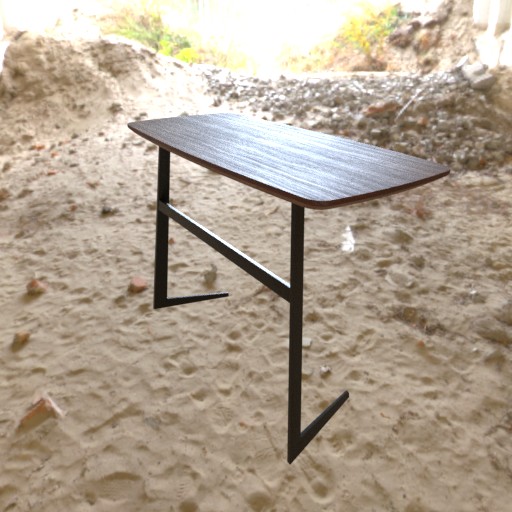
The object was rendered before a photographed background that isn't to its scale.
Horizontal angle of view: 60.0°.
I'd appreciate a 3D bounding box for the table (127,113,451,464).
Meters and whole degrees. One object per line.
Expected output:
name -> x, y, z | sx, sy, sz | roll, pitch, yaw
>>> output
table -> 0.000, 0.000, 1.119 | 0.361, 0.576, 0.804 | -17, 31, -30
